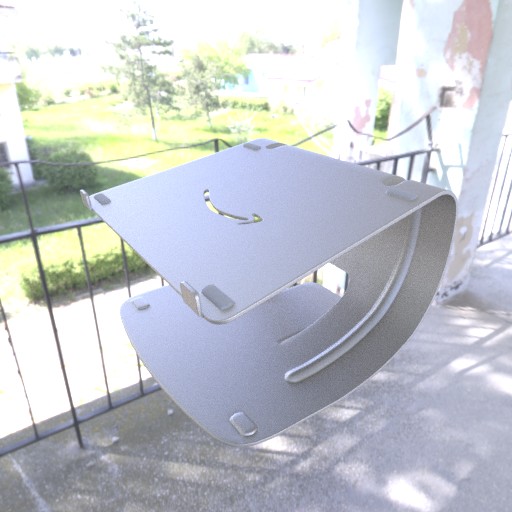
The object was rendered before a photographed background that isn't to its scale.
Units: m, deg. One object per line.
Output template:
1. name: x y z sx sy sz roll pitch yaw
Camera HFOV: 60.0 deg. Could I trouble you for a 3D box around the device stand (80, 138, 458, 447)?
1. device stand: 0.000 0.000 0.406 0.236 0.155 0.256 -17 31 -31
